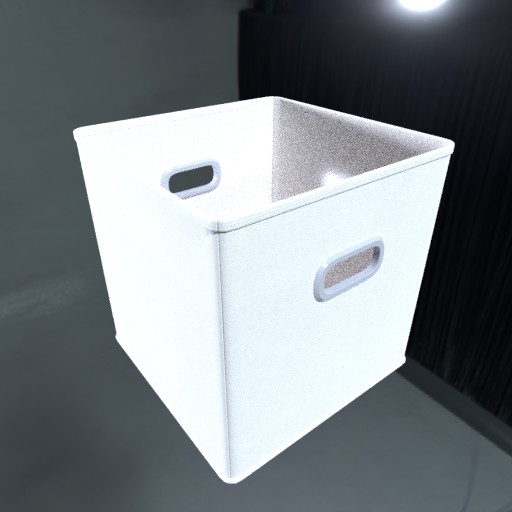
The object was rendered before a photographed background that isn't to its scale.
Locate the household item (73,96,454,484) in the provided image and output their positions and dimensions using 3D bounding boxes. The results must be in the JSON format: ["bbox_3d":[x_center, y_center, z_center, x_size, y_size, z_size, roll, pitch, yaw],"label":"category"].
[{"bbox_3d":[0.000,0.000,0.558,0.305,0.305,0.305,-22,37,-32],"label":"household item"}]
